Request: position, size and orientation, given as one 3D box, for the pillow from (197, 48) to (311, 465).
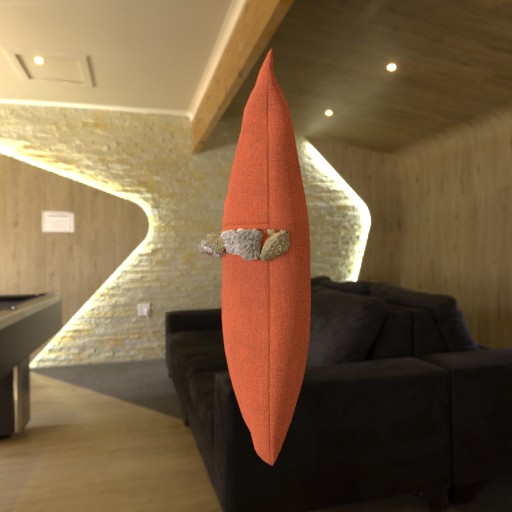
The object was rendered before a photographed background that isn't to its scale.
[{"bbox_3d":[0.000,0.000,0.740,0.165,0.482,0.490,0,-1,0],"label":"pillow"}]
